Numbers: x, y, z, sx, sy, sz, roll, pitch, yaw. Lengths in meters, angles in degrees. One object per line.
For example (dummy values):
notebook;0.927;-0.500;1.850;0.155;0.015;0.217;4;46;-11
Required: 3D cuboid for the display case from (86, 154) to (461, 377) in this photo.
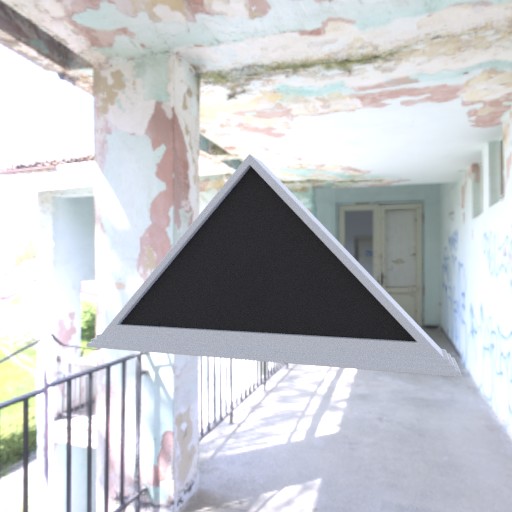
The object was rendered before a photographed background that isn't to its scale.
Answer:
display case;0.000;0.000;0.770;0.640;0.340;0.095;0;0;19
